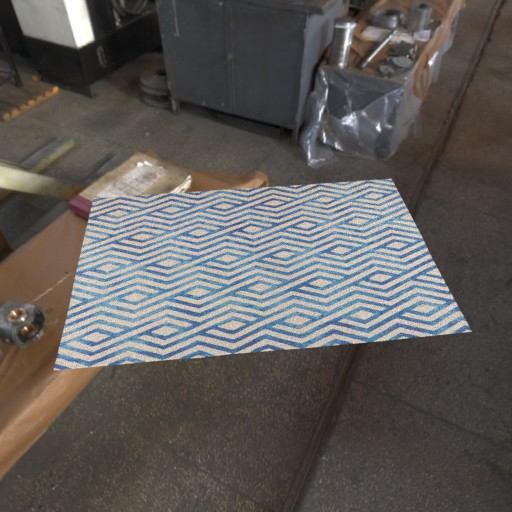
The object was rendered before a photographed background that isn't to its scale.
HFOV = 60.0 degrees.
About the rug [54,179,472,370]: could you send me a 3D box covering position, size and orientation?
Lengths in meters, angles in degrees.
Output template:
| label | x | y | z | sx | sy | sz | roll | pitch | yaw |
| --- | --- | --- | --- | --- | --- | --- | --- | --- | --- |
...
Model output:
| label | x | y | z | sx | sy | sz | roll | pitch | yaw |
| --- | --- | --- | --- | --- | --- | --- | --- | --- | --- |
| rug | 0.000 | 0.000 | 3.088 | 2.439 | 0.008 | 1.531 | -4 | 46 | -4 |
